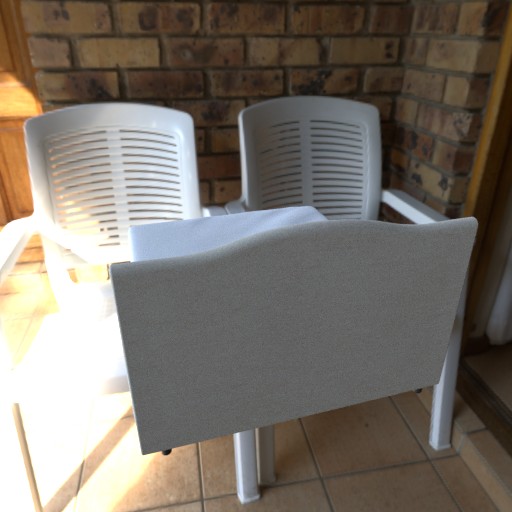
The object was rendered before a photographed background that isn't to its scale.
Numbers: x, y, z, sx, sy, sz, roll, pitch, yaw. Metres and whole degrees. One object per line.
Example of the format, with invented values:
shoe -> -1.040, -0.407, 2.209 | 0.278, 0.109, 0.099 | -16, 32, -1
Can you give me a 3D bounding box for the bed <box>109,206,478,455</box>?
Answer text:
bed -> 0.000, 0.000, 3.516 | 2.083, 1.421, 2.182 | -8, 28, -15
